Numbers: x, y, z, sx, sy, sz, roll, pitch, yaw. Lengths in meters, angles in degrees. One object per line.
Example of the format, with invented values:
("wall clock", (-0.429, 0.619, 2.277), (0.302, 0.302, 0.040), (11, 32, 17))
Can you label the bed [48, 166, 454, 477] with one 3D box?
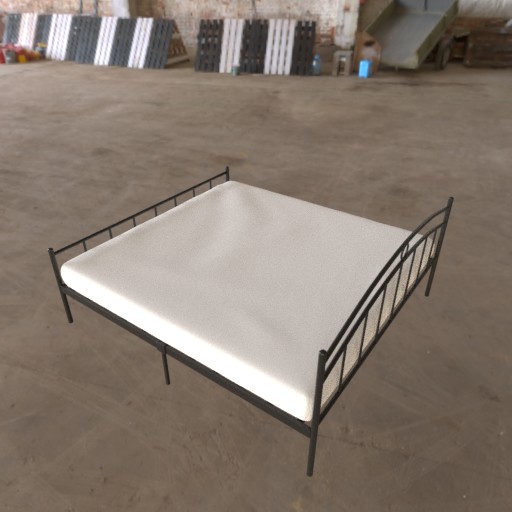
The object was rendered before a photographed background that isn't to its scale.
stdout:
("bed", (0.000, 0.000, 3.135), (2.040, 0.940, 1.880), (21, 38, 30))
